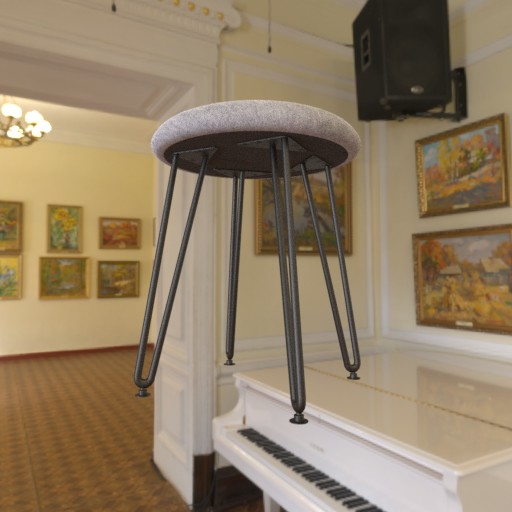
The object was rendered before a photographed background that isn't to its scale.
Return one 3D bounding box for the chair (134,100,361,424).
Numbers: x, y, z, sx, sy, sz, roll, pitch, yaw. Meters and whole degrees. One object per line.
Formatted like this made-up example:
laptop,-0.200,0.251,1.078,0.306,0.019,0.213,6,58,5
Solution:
chair,0.000,0.000,0.664,0.350,0.386,0.350,1,-2,-17
